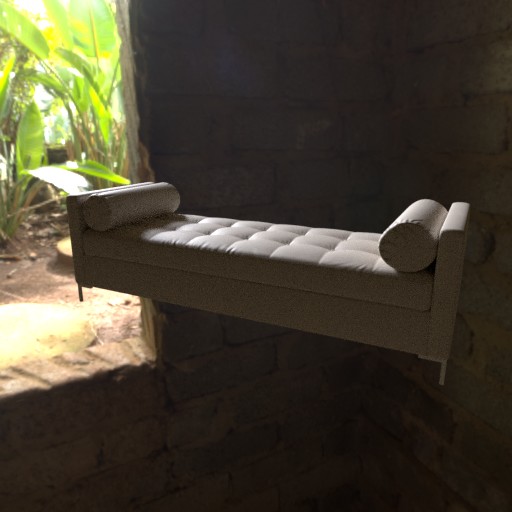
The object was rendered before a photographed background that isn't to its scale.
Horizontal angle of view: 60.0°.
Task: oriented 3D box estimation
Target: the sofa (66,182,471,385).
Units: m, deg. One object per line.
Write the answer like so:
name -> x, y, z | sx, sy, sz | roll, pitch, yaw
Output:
sofa -> 0.000, 0.000, 2.349 | 1.981, 0.635, 0.686 | 8, 18, 25
